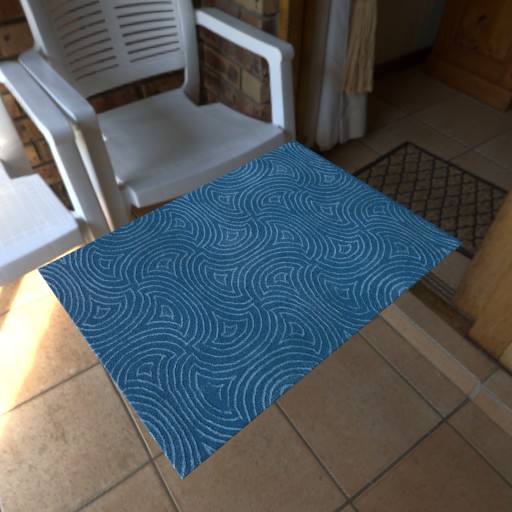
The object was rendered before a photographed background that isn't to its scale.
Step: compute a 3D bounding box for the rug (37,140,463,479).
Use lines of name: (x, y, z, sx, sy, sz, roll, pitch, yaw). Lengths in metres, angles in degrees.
rug: (0.000, 0.000, 2.741, 2.144, 0.015, 1.543, -32, 55, -26)
